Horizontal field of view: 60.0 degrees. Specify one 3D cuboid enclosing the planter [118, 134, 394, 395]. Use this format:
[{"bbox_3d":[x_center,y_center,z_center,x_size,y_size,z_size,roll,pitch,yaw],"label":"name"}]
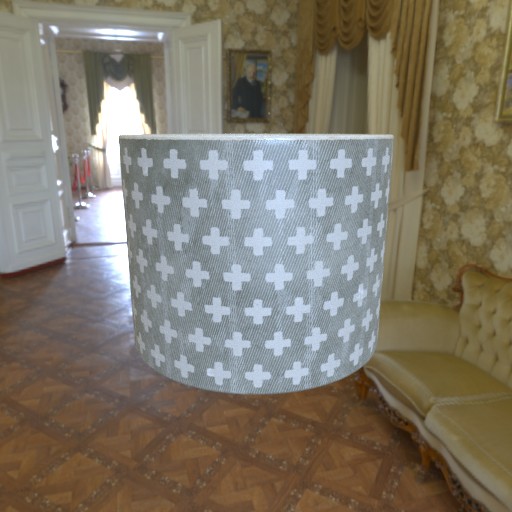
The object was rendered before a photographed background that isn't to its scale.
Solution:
[{"bbox_3d":[0.000,0.000,0.343,0.190,0.181,0.190,0,16,0],"label":"planter"}]
